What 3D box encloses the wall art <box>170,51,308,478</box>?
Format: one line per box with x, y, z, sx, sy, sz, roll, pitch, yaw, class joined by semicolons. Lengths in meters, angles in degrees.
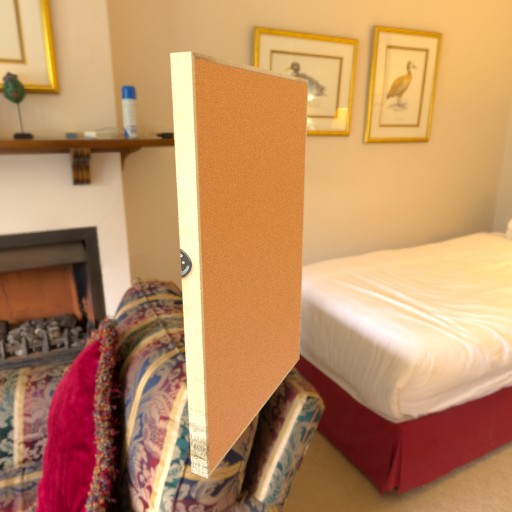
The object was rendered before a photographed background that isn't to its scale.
0.000;0.000;0.980;0.038;0.764;0.508;8;19;25;wall art
